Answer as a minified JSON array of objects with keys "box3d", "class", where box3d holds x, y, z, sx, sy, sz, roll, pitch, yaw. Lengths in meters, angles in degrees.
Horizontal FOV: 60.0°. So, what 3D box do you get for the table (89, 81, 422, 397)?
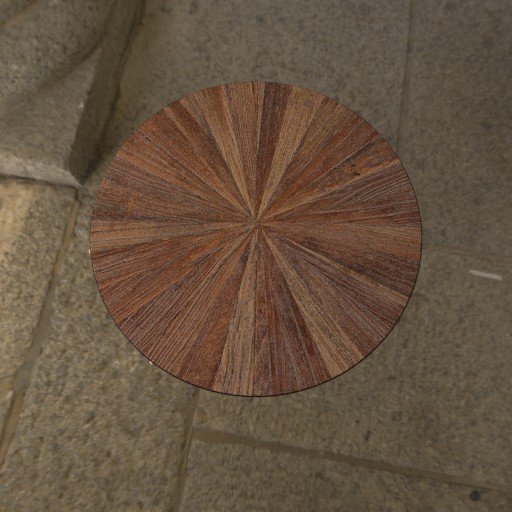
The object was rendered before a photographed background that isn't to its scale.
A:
[{"box3d":[0.000,0.000,1.498,0.885,0.658,0.885,0,75,0],"class":"table"}]
